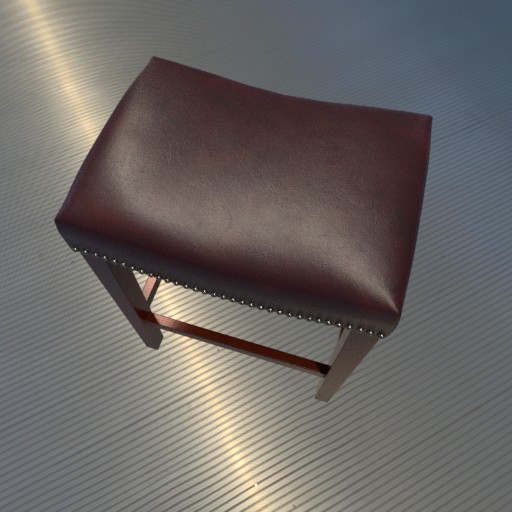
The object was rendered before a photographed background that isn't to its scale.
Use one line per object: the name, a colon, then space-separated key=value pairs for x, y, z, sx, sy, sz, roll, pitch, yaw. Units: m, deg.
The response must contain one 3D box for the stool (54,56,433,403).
stool: x=0.000 y=0.000 z=0.934 sx=0.504 sy=0.657 sz=0.372 roll=15 pitch=64 yaw=8
